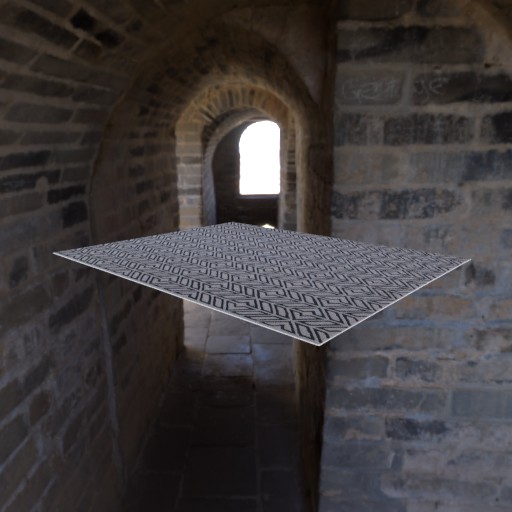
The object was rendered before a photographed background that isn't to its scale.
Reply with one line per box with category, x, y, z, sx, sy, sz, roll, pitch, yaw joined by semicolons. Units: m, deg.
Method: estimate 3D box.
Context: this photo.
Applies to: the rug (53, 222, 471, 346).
rug;0.000;0.000;4.115;3.045;0.008;2.421;12;18;41
